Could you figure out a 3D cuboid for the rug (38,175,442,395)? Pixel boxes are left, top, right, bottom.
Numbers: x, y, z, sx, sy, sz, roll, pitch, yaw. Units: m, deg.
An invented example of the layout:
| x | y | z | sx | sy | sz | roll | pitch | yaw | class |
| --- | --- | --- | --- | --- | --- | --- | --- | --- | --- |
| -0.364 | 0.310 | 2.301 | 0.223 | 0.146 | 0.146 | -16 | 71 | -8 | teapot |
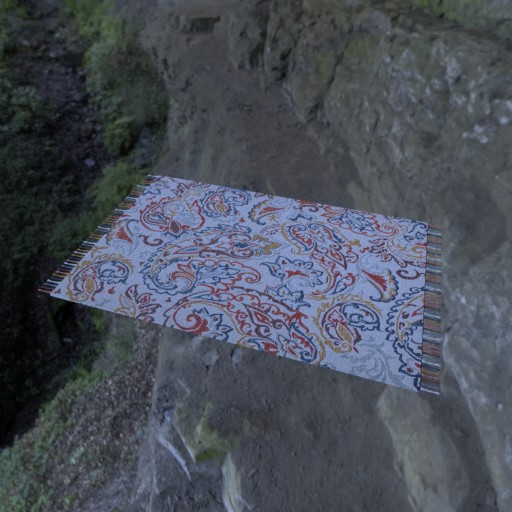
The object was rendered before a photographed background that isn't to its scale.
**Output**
| x | y | z | sx | sy | sz | roll | pitch | yaw | class |
| --- | --- | --- | --- | --- | --- | --- | --- | --- | --- |
| 0.000 | 0.000 | 2.494 | 1.997 | 0.010 | 1.218 | 12 | 43 | 13 | rug |
